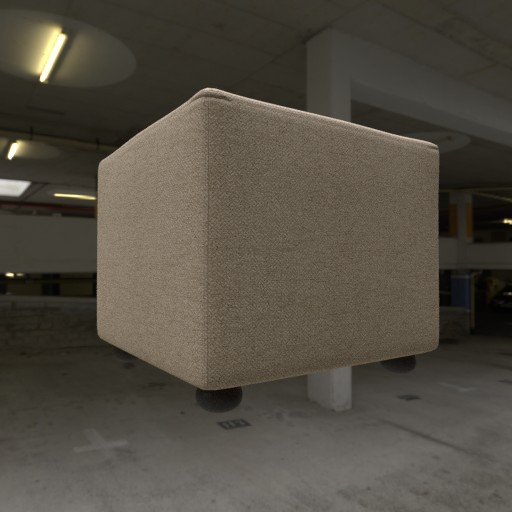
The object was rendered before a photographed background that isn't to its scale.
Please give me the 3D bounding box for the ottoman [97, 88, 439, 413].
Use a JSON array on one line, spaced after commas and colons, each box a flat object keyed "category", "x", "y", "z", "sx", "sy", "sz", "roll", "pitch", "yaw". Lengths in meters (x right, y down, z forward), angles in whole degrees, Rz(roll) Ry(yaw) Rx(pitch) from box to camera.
[{"category": "ottoman", "x": 0.000, "y": 0.000, "z": 0.880, "sx": 0.508, "sy": 0.432, "sz": 0.508, "roll": 1, "pitch": -1, "yaw": -34}]
